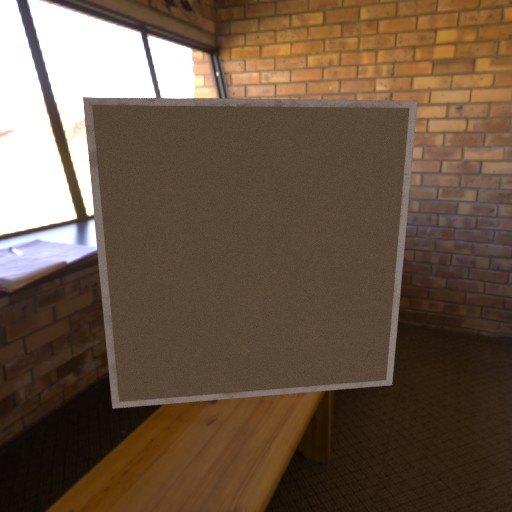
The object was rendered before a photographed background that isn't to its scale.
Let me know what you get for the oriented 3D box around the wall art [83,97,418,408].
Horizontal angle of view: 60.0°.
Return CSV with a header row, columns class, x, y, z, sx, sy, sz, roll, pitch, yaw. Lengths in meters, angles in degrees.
class,x,y,z,sx,sy,sz,roll,pitch,yaw
wall art,0.000,0.000,0.457,0.305,0.303,0.038,-2,15,-8
